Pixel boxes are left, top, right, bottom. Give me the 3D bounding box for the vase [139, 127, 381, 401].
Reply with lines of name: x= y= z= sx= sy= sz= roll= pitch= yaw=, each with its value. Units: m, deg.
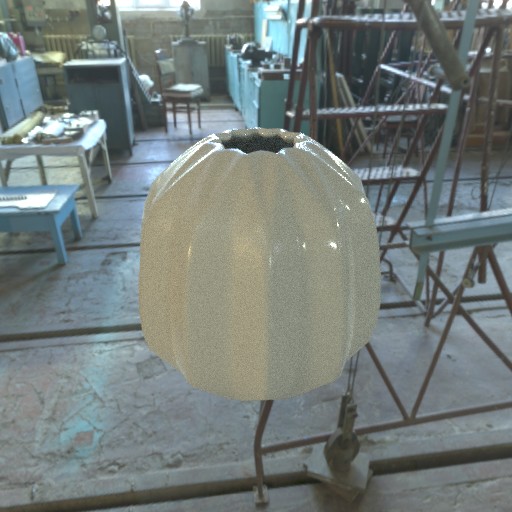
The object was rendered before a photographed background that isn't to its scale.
vase: x=0.000 y=0.000 z=0.253 sx=0.139 sy=0.134 sz=0.139 roll=0 pitch=30 yaw=0
